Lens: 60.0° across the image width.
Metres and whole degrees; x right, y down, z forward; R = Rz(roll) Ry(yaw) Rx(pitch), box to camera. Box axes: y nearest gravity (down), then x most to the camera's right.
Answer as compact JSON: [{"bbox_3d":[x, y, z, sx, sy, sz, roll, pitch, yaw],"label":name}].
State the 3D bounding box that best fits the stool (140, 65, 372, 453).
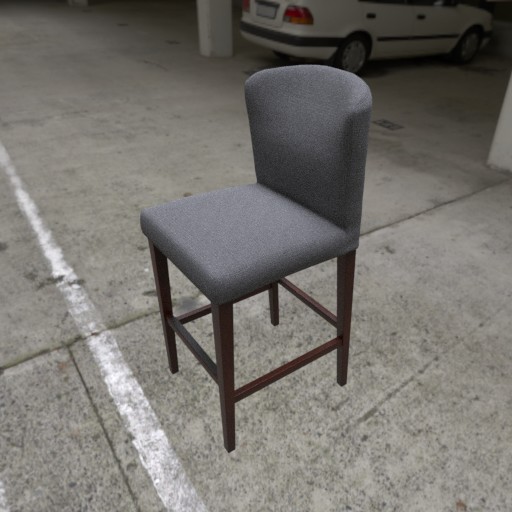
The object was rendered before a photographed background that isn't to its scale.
[{"bbox_3d":[0.000,0.000,1.405,0.568,1.069,0.486,-20,36,-29],"label":"stool"}]
